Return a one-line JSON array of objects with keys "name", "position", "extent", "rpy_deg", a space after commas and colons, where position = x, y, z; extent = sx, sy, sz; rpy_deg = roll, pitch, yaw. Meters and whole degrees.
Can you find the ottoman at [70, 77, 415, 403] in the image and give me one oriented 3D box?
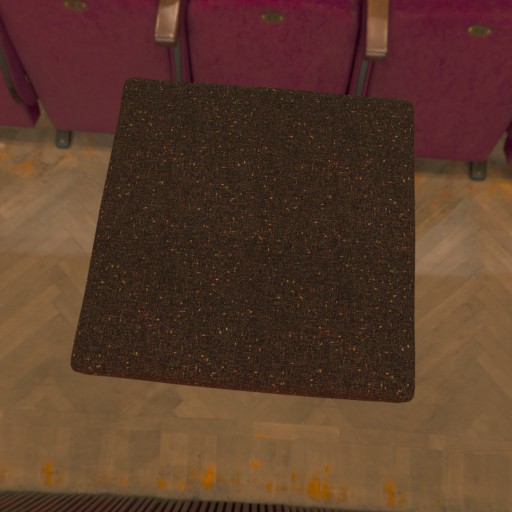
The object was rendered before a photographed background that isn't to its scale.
[{"name": "ottoman", "position": [0.000, 0.000, 0.882], "extent": [0.508, 0.432, 0.508], "rpy_deg": [5, 76, 1]}]
